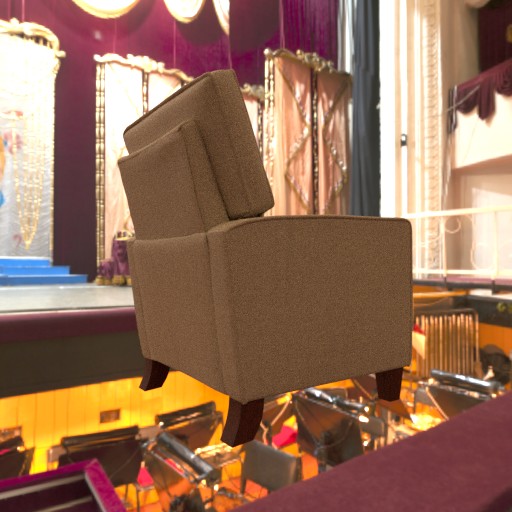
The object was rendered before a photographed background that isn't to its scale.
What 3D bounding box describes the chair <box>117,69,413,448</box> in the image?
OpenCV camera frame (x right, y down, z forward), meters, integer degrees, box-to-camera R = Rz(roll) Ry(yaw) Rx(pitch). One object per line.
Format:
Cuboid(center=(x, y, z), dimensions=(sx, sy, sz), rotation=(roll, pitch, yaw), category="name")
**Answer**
Cuboid(center=(0.000, 0.000, 1.417), dimensions=(0.754, 0.888, 0.648), rotation=(0, -1, -35), category="chair")
